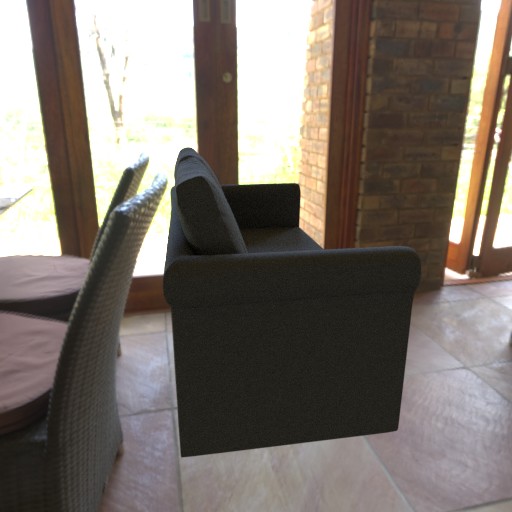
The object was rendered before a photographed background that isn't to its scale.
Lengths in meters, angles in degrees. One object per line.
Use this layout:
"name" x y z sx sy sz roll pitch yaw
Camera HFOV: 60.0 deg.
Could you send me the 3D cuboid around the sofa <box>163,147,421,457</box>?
"sofa" 0.000 0.000 1.945 0.741 0.872 1.460 -3 18 -9
